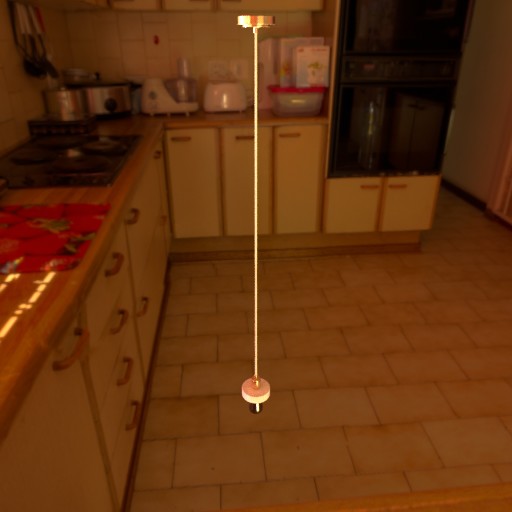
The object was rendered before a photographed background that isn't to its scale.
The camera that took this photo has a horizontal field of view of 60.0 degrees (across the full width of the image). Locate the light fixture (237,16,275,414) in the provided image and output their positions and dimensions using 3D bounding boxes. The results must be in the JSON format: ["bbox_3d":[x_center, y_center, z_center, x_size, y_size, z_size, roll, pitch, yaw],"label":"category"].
[{"bbox_3d":[0.000,0.000,1.756,0.129,1.669,0.129,-17,31,-31],"label":"light fixture"}]
